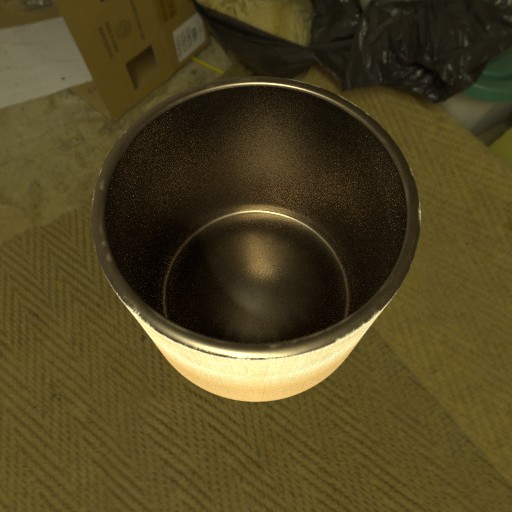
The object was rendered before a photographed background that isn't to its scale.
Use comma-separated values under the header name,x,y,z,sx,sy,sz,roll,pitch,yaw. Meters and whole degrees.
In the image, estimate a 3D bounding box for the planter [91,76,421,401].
name,x,y,z,sx,sy,sz,roll,pitch,yaw
planter,0.000,0.000,0.436,0.254,0.221,0.254,0,65,0
